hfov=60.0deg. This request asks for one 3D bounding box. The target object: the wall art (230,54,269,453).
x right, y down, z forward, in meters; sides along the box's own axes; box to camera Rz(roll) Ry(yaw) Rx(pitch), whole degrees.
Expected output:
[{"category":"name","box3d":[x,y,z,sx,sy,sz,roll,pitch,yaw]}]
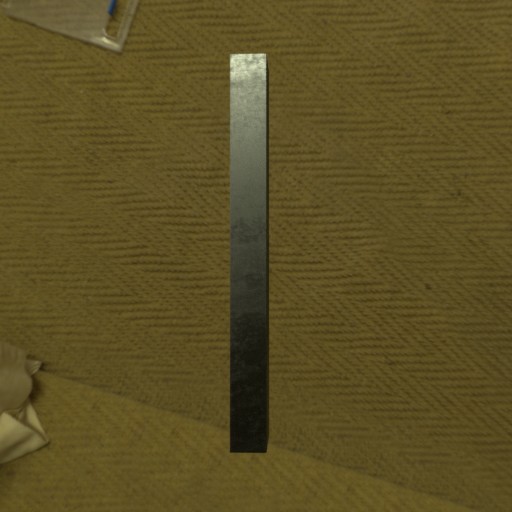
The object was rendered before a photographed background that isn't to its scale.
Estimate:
[{"category":"wall art","box3d":[0.000,0.000,0.576,0.031,0.457,0.313,0,89,1]}]
